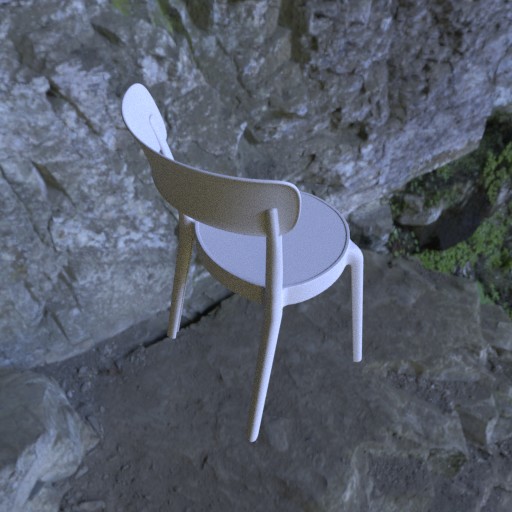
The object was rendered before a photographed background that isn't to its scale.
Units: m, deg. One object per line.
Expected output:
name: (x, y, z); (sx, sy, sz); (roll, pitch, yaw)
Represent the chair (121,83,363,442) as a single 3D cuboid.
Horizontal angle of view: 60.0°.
chair: (0.000, 0.000, 1.121); (0.491, 0.790, 0.506); (-27, 48, -27)
